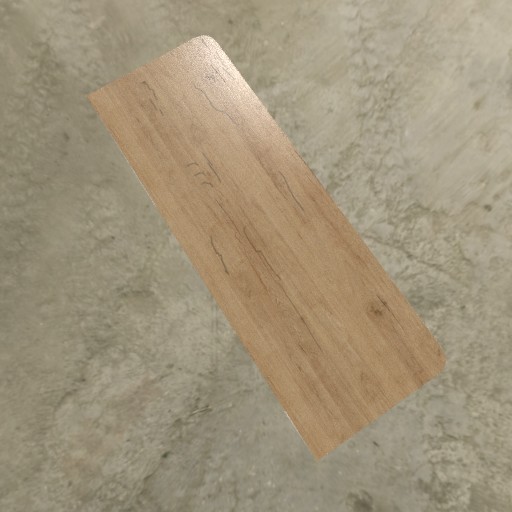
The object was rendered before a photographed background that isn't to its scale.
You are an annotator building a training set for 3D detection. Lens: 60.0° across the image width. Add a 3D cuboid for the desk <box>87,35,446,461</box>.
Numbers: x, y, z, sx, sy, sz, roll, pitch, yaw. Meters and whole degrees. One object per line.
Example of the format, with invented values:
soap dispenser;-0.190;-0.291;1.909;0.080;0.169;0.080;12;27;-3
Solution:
desk;0.000;0.000;1.493;0.390;0.760;1.100;-32;78;-8
